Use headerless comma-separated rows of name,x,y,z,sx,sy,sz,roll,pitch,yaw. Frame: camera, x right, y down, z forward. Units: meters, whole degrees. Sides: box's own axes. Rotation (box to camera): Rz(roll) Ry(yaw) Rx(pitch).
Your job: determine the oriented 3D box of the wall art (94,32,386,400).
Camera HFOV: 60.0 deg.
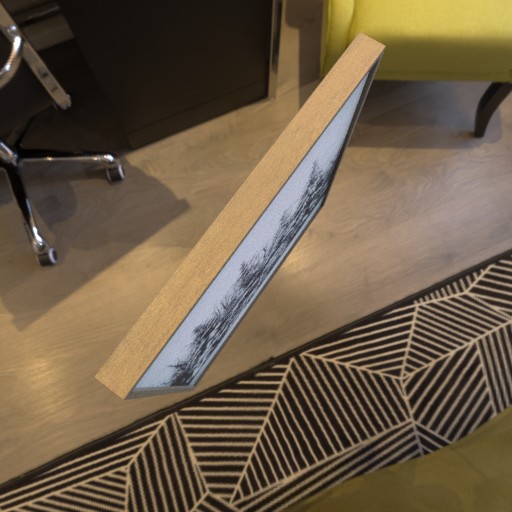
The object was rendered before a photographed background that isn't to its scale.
wall art,0.000,0.000,0.736,0.037,0.507,0.507,34,77,9
